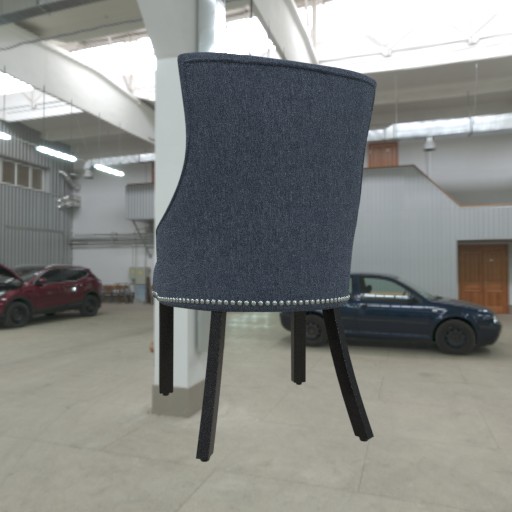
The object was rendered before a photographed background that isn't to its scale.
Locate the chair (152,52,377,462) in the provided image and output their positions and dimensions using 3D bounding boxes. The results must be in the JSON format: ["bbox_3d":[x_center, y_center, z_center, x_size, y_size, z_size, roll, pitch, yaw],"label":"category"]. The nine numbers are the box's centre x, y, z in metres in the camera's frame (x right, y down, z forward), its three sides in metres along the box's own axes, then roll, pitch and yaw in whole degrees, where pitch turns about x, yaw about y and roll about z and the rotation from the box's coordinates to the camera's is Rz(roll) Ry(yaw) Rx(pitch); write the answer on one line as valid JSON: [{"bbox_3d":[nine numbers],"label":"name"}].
[{"bbox_3d":[0.000,0.000,1.289,0.566,0.909,0.629,0,-1,-16],"label":"chair"}]
